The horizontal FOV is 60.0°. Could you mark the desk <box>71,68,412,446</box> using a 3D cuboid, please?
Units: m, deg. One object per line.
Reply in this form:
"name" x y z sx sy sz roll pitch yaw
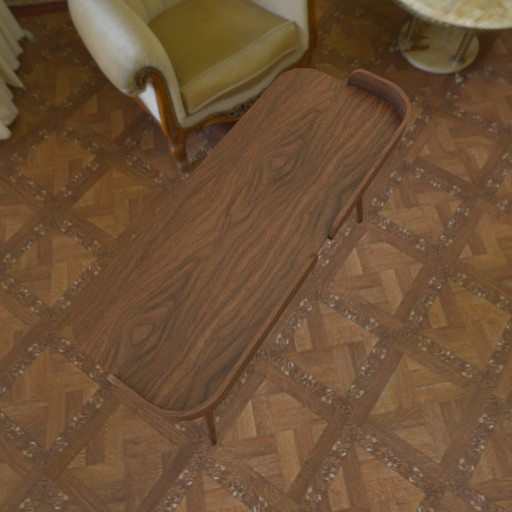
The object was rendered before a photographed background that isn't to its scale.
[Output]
"desk" 0.000 0.000 1.643 0.486 0.800 1.256 31 68 14
